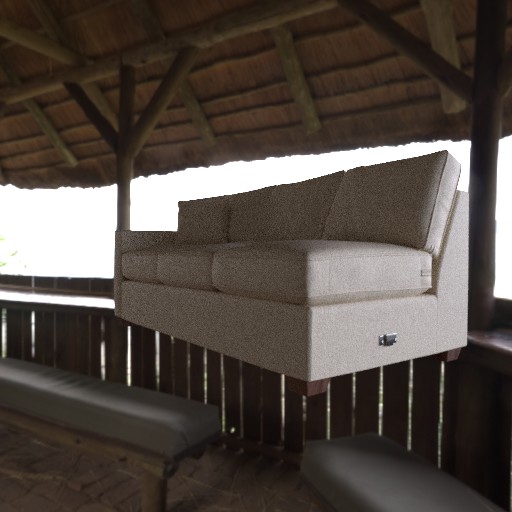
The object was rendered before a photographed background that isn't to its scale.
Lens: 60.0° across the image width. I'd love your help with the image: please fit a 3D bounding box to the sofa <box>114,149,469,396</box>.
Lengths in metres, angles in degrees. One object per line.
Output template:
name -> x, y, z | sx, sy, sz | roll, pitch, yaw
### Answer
sofa -> 0.000, 0.000, 2.508 | 1.034, 0.946, 1.962 | 0, 0, -36
